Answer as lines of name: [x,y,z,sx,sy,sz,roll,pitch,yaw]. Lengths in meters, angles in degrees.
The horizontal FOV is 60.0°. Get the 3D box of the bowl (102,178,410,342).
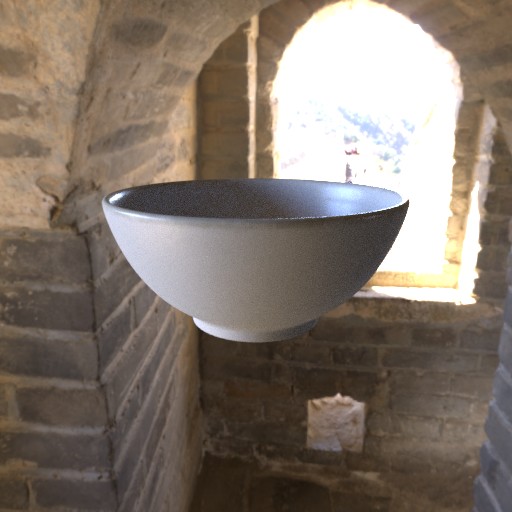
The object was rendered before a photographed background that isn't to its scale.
bowl: [0.000,0.000,0.422,0.268,0.121,0.268,0,15,0]
